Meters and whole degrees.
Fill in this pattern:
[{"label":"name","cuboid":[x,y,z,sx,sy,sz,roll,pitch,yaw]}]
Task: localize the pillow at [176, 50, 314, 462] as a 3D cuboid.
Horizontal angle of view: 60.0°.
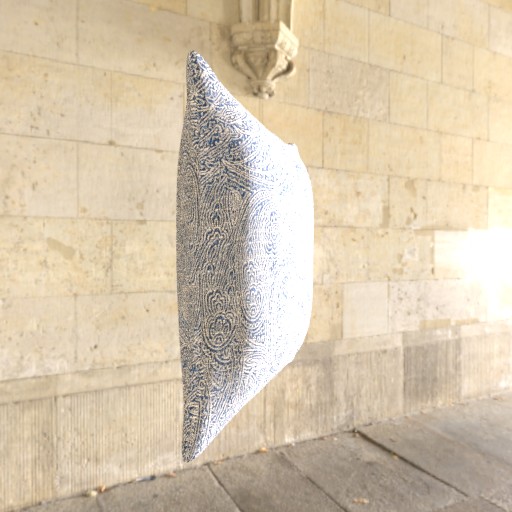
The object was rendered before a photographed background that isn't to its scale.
[{"label":"pillow","cuboid":[0.000,0.000,0.791,0.166,0.510,0.523,0,1,19]}]
